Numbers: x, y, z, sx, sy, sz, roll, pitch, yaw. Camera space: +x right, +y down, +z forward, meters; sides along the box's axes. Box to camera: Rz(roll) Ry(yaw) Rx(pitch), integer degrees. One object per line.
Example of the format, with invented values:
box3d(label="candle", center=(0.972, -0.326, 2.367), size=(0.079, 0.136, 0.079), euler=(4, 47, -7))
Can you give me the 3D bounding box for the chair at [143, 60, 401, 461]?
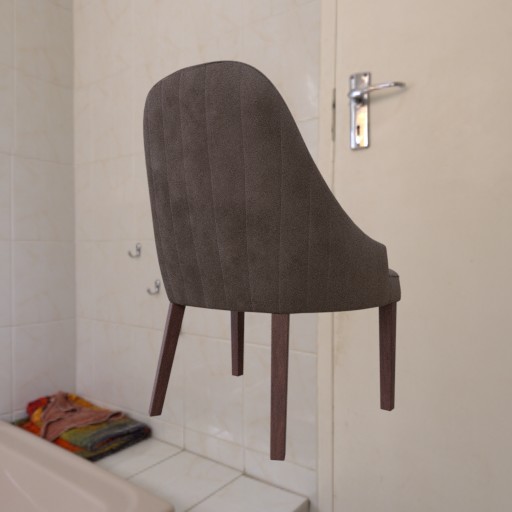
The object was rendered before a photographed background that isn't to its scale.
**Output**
box3d(label="chair", center=(0.000, 0.000, 1.260), size=(0.643, 0.889, 0.575), euler=(0, 1, 38))
